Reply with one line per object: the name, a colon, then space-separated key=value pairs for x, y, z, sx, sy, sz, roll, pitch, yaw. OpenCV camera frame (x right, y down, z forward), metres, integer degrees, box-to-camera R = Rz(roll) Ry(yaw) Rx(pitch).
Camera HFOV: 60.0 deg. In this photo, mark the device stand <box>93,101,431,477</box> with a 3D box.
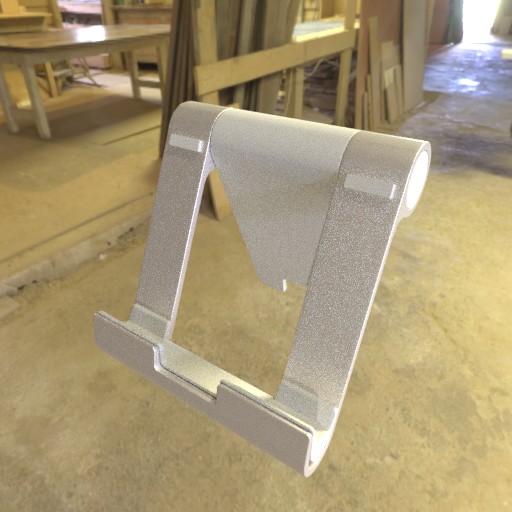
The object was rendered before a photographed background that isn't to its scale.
device stand: x=0.000 y=0.000 z=0.149 sx=0.086 sy=0.084 sz=0.079 roll=20 pitch=37 yaw=29
